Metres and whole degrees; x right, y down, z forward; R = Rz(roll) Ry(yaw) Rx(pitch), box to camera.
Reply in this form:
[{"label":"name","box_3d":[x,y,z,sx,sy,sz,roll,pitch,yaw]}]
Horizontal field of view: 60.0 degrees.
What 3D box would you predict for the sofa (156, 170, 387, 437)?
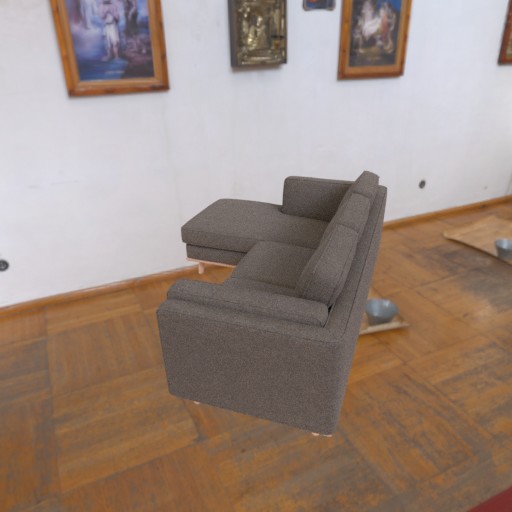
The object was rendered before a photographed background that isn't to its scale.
[{"label":"sofa","box_3d":[0.000,0.000,3.176,1.604,0.929,2.411,9,27,17]}]
